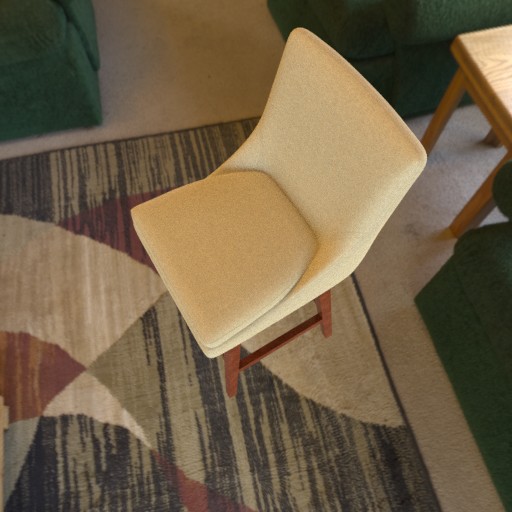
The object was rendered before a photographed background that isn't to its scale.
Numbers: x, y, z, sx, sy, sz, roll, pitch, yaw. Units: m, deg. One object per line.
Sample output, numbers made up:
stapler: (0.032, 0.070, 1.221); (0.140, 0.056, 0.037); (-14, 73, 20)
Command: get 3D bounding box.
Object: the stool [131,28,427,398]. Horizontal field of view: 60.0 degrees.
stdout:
stool: (0.000, 0.000, 1.345); (0.559, 1.092, 0.470); (-29, 67, -13)
